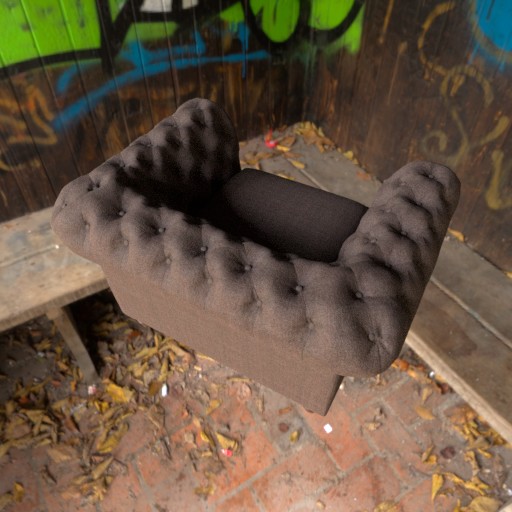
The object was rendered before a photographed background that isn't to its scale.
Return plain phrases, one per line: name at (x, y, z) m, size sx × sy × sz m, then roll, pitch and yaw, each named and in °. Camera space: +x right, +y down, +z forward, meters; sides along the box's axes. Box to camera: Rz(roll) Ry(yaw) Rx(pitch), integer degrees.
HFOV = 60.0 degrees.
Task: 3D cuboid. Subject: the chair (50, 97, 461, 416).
chair at (0.000, 0.000, 1.819) m, size 1.298 × 0.780 × 0.945 m, roll 22°, pitch 50°, yaw 20°
